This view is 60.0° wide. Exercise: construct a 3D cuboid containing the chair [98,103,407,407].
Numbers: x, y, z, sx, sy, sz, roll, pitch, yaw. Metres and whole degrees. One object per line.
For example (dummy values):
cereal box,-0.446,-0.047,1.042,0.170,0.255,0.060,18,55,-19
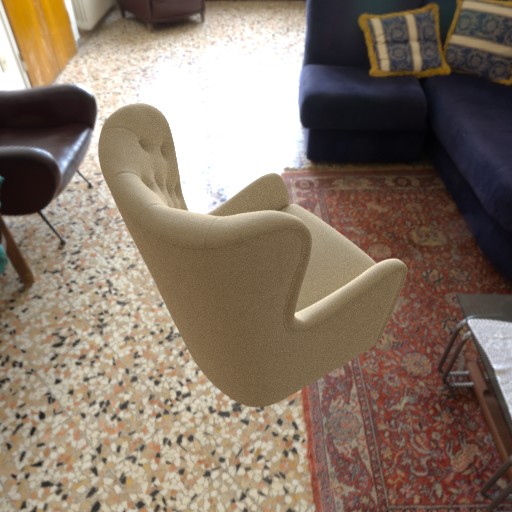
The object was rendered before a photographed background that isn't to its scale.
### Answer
chair,0.000,0.000,1.736,0.929,1.079,0.831,-26,49,-25
